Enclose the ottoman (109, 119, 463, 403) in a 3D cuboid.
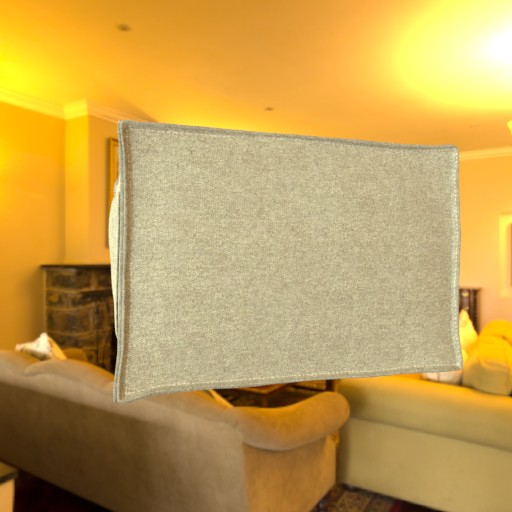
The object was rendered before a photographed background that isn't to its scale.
[{"bbox_3d":[0.000,0.000,1.104,0.696,0.470,0.707,0,0,-18],"label":"ottoman"}]
